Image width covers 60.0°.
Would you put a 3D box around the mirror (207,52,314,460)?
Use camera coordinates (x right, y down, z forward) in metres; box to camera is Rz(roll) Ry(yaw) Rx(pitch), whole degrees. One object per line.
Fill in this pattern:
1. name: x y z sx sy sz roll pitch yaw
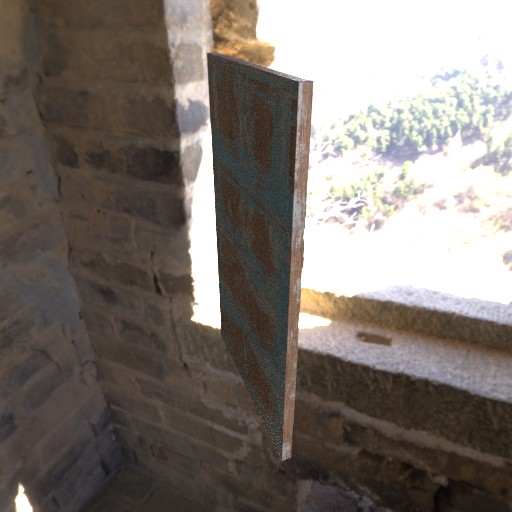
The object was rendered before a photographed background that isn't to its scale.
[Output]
1. mirror: 0.000 0.000 1.513 0.083 1.213 0.707 -11 31 -18
